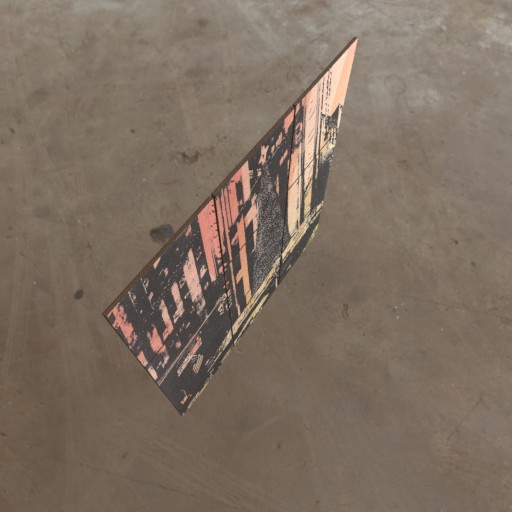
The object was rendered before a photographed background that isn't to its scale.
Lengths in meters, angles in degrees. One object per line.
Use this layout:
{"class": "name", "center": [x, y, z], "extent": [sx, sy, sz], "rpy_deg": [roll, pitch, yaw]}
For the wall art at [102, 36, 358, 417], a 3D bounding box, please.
{"class": "wall art", "center": [0.000, 0.000, 1.769], "extent": [0.013, 1.216, 1.216], "rpy_deg": [30, 64, 16]}
